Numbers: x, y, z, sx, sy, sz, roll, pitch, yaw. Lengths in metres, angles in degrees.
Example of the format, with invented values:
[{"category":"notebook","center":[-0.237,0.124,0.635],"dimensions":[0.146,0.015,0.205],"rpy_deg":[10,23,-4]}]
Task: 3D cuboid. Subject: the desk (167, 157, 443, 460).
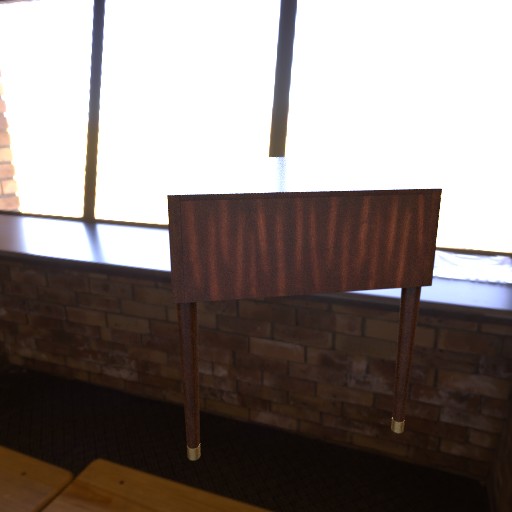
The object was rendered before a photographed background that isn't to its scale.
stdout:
[{"category":"desk","center":[0.000,0.000,1.945],"dimensions":[0.724,0.762,1.575],"rpy_deg":[-3,16,-10]}]
